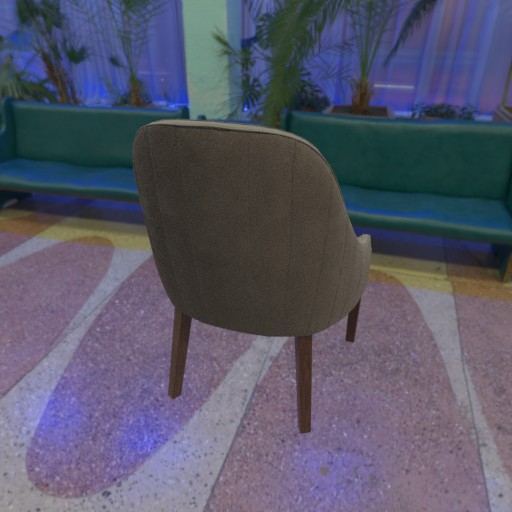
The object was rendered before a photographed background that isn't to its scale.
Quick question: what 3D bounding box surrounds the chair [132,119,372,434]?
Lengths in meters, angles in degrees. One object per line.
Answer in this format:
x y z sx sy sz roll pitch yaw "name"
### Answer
0.000 0.000 1.299 0.643 0.889 0.575 9 31 16 "chair"
